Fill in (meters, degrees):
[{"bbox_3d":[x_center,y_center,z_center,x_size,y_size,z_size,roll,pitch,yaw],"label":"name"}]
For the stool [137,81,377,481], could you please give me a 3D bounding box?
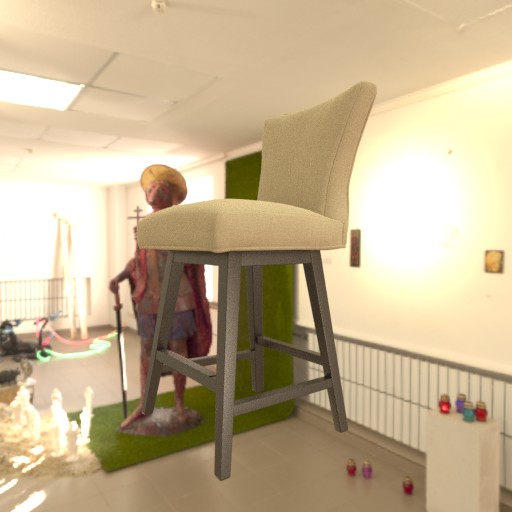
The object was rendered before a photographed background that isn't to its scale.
[{"bbox_3d":[0.000,0.000,1.341,0.574,1.000,0.514,-1,2,-35],"label":"stool"}]
